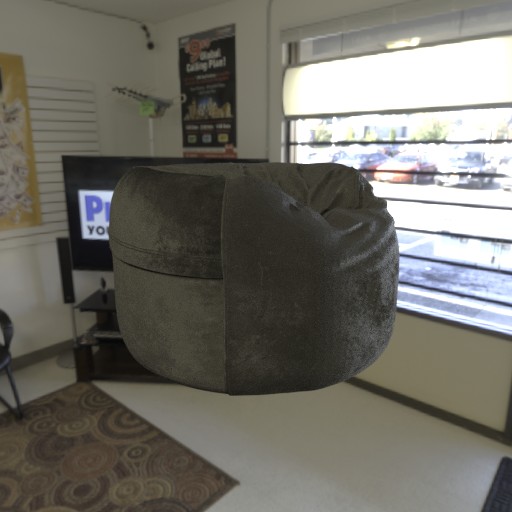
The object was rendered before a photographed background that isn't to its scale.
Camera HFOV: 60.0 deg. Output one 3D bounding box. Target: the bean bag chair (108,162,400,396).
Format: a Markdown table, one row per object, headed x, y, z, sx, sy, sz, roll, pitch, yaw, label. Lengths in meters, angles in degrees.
| x | y | z | sx | sy | sz | roll | pitch | yaw | label |
| --- | --- | --- | --- | --- | --- | --- | --- | --- | --- |
| 0.000 | 0.000 | 1.474 | 0.918 | 0.605 | 0.918 | 0 | 14 | 0 | bean bag chair |
